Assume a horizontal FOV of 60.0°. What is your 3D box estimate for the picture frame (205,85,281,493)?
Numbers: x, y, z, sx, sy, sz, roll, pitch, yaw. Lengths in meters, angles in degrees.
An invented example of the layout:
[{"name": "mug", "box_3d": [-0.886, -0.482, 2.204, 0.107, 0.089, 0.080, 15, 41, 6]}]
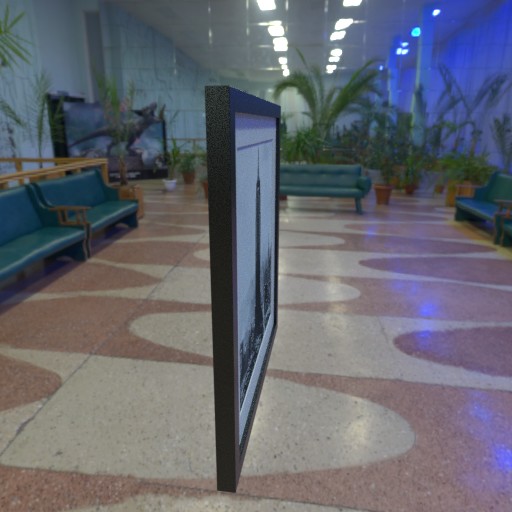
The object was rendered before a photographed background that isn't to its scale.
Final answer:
[{"name": "picture frame", "box_3d": [0.000, 0.000, 0.835, 0.029, 0.557, 0.559, 3, 17, 9]}]
